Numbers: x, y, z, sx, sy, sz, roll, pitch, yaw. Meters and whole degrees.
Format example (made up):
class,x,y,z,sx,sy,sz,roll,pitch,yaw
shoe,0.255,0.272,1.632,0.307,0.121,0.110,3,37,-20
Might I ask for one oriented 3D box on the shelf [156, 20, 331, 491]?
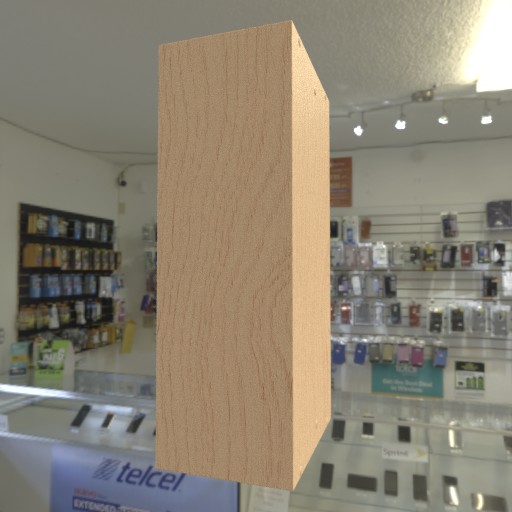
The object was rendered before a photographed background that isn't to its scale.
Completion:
class,x,y,z,sx,sy,sz,roll,pitch,yaw
shelf,0.000,0.000,0.733,0.200,0.600,0.290,-1,-2,19
